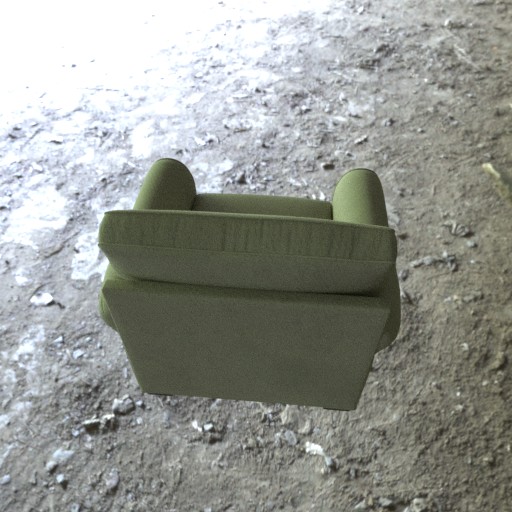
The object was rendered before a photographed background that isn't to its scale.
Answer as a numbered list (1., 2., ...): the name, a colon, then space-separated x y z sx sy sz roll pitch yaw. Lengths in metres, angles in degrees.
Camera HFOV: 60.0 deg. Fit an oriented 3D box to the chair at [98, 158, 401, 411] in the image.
1. chair: 0.000 0.000 1.966 1.147 1.044 0.939 4 47 3
